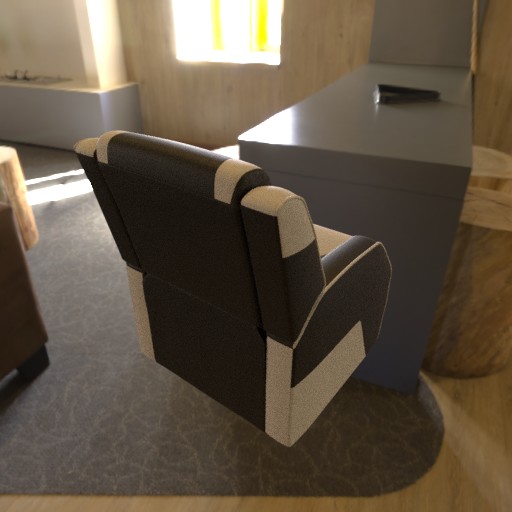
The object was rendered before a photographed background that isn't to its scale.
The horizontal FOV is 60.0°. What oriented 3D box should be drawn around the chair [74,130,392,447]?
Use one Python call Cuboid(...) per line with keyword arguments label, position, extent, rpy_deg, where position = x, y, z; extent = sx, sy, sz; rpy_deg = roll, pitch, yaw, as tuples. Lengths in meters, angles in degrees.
Cuboid(label="chair", position=(0.000, 0.000, 1.316), extent=(0.620, 0.805, 0.672), rpy_deg=(21, 37, 32))
